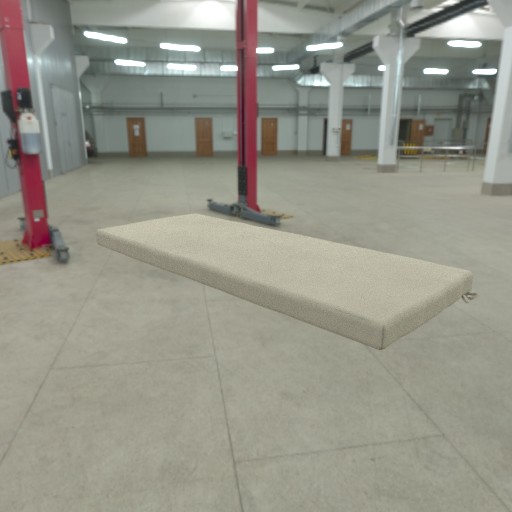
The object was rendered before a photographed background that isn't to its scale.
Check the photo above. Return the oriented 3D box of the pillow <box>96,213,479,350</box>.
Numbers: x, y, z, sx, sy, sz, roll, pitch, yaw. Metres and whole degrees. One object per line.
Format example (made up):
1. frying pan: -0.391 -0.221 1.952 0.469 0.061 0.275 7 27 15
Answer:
1. pillow: 0.000 0.000 1.365 1.187 0.081 0.492 15 22 43
